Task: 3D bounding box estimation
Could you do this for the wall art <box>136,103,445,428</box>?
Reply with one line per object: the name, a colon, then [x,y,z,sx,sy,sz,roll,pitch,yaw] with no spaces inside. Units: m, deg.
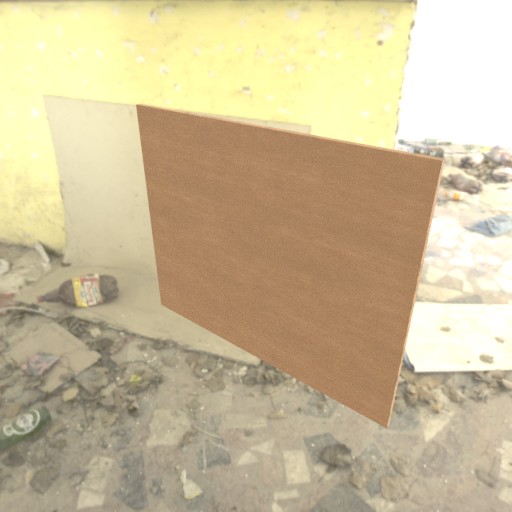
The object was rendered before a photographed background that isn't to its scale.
wall art: [0.000,0.000,0.705,0.508,0.408,0.010,21,35,33]
